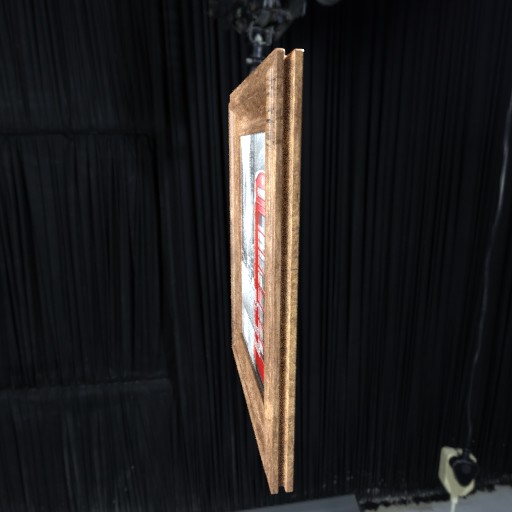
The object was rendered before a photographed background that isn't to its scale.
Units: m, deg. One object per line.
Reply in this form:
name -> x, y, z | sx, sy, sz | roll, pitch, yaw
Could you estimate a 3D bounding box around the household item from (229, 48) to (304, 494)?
household item -> 0.000, 0.000, 0.316 | 0.018, 0.237, 0.186 | -2, 14, -9
